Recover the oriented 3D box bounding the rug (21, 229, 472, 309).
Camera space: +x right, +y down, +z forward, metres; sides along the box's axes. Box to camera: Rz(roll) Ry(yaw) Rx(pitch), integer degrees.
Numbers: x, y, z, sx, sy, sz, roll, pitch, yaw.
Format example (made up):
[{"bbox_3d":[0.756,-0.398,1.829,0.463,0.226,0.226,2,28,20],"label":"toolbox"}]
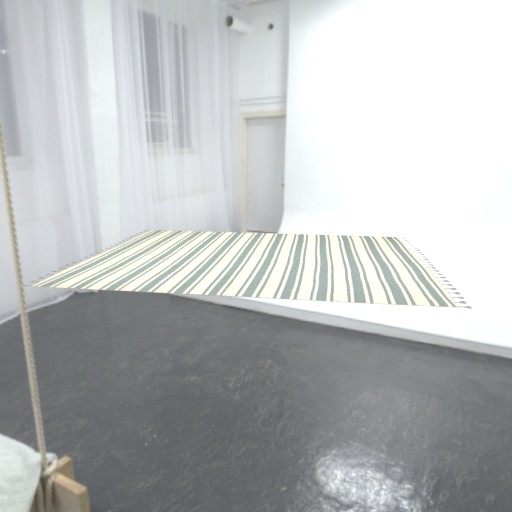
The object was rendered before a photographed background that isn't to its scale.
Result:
[{"bbox_3d":[0.000,0.000,4.222,3.201,0.005,2.439,2,14,8],"label":"rug"}]
